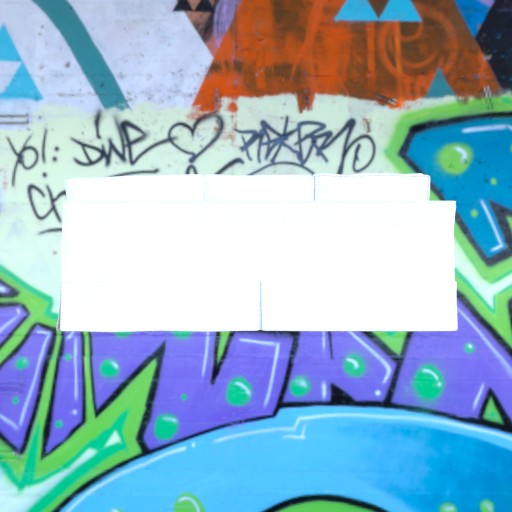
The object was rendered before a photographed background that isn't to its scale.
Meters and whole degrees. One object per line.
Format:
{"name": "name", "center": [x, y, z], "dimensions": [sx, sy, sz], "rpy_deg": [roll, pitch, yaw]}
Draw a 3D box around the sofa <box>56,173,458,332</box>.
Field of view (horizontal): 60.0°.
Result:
{"name": "sofa", "center": [0.000, 0.000, 4.121], "dimensions": [2.597, 1.070, 2.591], "rpy_deg": [0, -2, 0]}
